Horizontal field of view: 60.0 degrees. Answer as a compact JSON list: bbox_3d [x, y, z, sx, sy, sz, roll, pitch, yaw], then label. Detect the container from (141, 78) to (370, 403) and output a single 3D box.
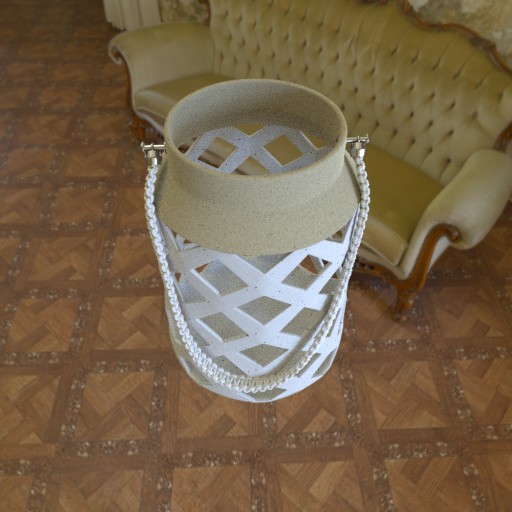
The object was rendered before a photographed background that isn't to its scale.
[{"bbox_3d":[0.000,0.000,0.345,0.163,0.229,0.172,-3,48,-3],"label":"container"}]
